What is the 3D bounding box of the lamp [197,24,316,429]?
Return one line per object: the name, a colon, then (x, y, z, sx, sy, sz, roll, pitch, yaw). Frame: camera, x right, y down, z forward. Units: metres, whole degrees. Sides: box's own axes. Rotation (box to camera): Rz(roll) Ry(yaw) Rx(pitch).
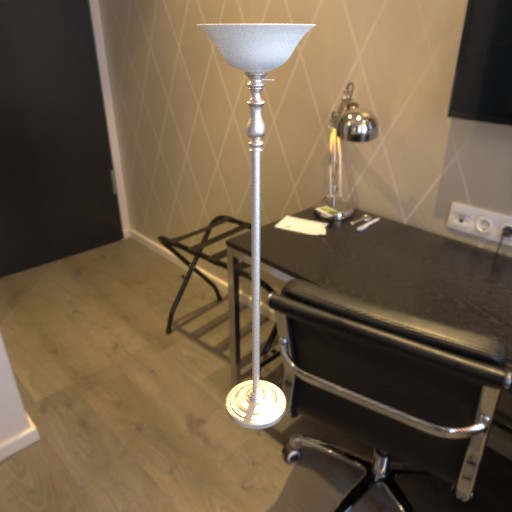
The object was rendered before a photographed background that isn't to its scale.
lamp: (0.000, 0.000, 1.914, 0.405, 1.771, 0.405, 7, 28, 14)
